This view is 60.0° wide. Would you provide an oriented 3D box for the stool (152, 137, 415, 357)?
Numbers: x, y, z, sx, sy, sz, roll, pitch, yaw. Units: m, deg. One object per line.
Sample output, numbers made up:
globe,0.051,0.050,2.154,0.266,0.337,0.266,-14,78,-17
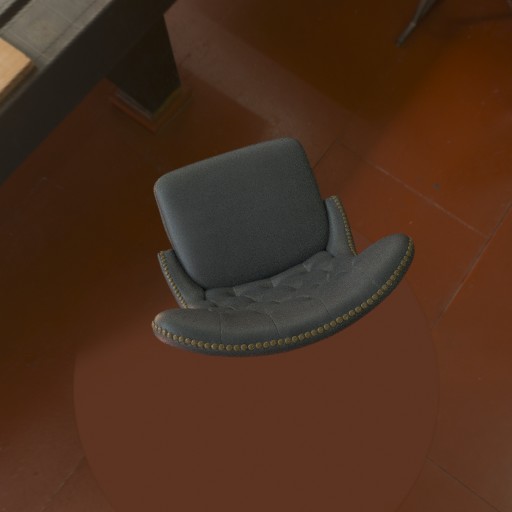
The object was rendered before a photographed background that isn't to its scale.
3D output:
stool,0.000,0.000,1.302,0.528,0.971,0.593,-18,76,-5
